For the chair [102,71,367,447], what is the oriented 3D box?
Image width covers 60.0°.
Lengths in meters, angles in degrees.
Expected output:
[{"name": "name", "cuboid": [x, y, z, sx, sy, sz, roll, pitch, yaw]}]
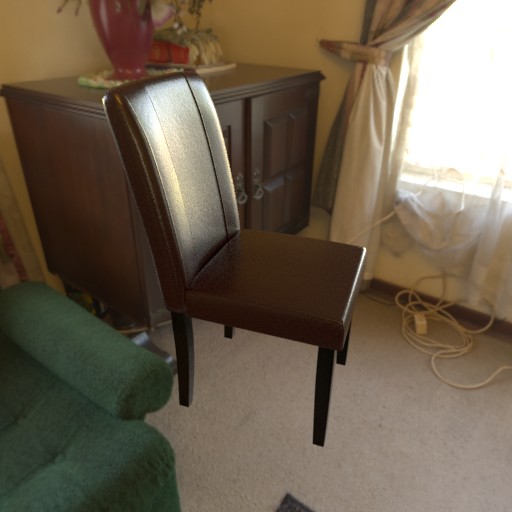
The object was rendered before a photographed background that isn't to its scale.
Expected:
[{"name": "chair", "cuboid": [0.000, 0.000, 1.208, 0.556, 0.897, 0.399, 10, 30, 17]}]
